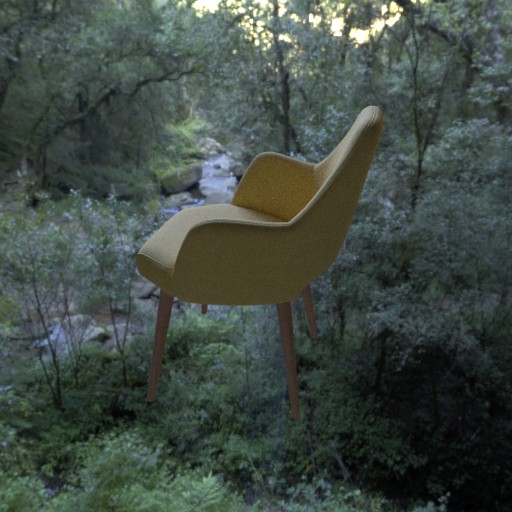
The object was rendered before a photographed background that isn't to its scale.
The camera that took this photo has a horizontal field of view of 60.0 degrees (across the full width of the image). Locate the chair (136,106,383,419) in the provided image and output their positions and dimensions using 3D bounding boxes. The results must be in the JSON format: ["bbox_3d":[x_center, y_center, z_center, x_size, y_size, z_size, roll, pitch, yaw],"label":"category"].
[{"bbox_3d":[0.000,0.000,1.287,0.610,0.840,0.590,7,30,13],"label":"chair"}]
